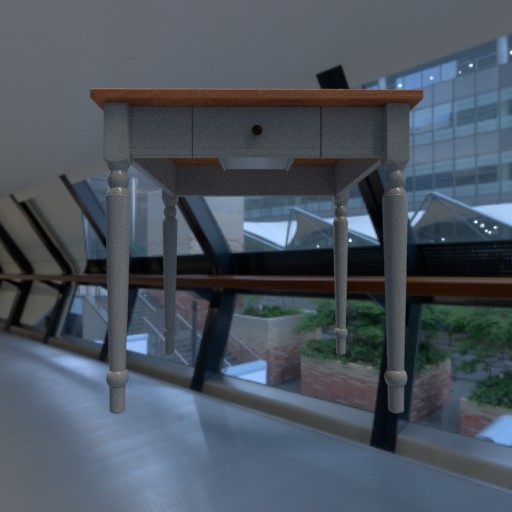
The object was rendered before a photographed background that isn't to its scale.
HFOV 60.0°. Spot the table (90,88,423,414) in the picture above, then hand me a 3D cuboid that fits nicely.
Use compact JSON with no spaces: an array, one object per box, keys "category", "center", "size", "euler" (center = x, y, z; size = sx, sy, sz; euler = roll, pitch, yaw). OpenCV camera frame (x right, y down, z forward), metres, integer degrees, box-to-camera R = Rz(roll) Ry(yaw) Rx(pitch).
[{"category":"table","center":[0.000,0.000,1.360],"size":[0.747,0.738,0.747],"euler":[0,-1,0]}]
